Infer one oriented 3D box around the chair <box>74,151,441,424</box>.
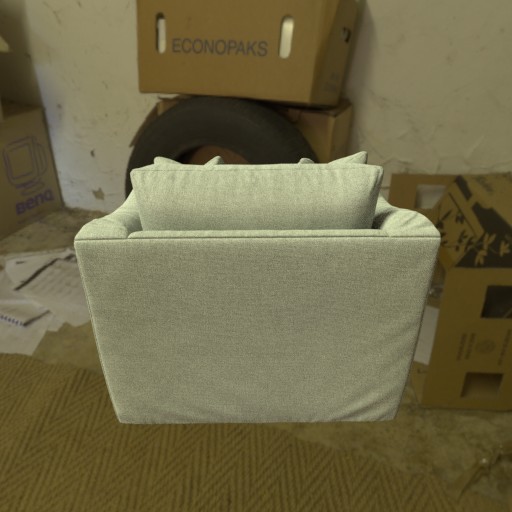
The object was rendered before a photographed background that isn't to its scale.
[{"bbox_3d":[0.000,0.000,2.017,1.194,1.059,1.071,0,30,-1],"label":"chair"}]
